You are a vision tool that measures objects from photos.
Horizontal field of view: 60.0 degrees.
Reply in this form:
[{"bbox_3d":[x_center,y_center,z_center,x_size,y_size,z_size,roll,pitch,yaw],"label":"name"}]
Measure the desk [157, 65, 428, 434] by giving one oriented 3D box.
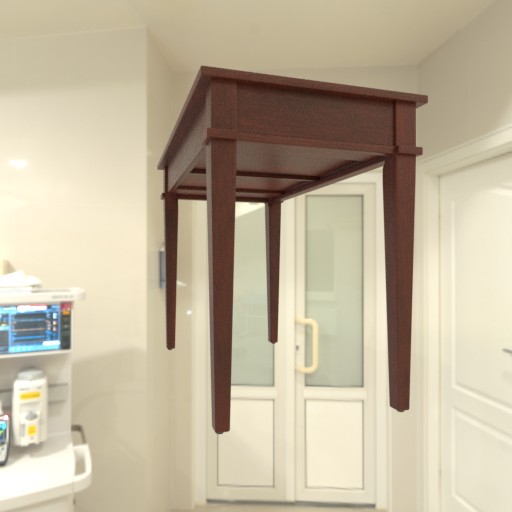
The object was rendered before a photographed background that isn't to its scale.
[{"bbox_3d":[0.000,0.000,1.451,0.549,0.762,1.001,0,0,-17],"label":"desk"}]
